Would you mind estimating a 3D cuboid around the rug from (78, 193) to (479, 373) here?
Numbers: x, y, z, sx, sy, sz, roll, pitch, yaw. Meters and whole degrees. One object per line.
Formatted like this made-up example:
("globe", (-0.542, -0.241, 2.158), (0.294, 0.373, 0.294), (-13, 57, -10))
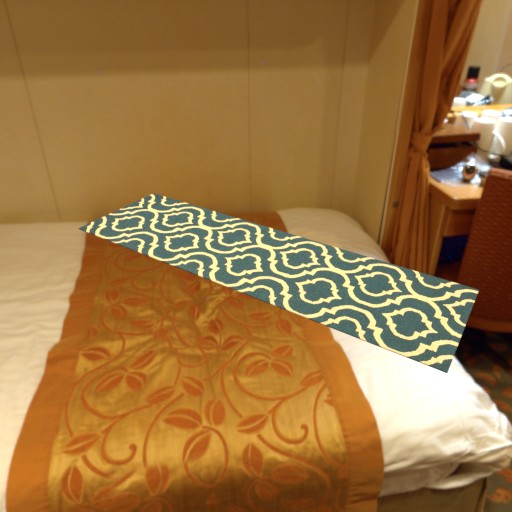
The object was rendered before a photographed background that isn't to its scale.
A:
("rug", (0.000, 0.000, 2.575), (2.296, 0.006, 0.685), (19, 36, 28))
